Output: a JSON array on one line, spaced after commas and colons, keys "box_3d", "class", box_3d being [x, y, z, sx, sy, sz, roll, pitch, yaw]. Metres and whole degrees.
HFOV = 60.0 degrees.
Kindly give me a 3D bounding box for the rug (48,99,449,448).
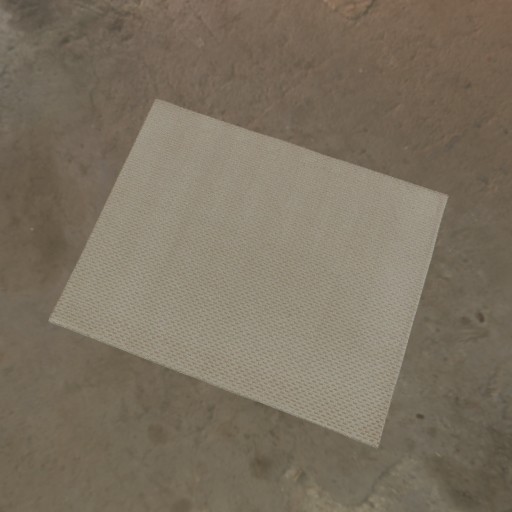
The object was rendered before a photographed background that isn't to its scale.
[{"box_3d": [0.000, 0.000, 3.878, 2.897, 0.035, 2.277, 20, 77, 5], "class": "rug"}]
